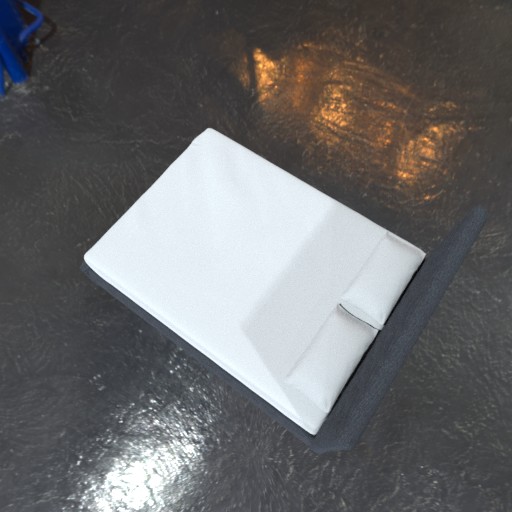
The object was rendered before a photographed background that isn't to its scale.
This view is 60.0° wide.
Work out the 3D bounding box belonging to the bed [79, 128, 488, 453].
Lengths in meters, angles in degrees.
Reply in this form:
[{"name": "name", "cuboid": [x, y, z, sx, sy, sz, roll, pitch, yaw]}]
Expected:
[{"name": "bed", "cuboid": [0.000, 0.000, 3.368, 2.387, 1.427, 1.698, 33, 70, 14]}]
